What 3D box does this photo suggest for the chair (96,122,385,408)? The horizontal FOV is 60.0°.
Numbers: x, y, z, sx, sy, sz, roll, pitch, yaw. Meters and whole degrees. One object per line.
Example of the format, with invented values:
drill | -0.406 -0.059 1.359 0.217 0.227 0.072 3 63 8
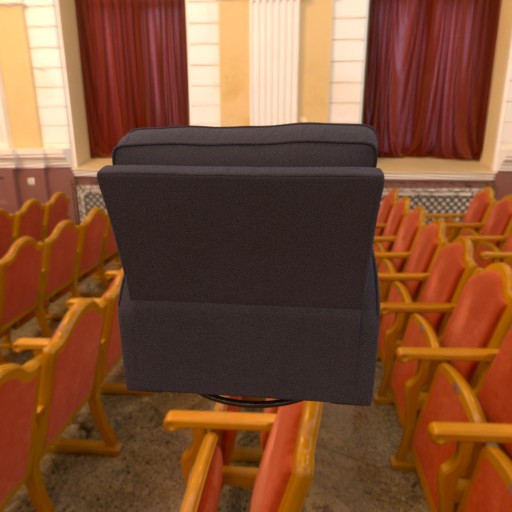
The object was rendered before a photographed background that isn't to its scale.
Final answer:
chair | 0.000 0.000 1.674 0.861 0.962 0.964 2 16 6
